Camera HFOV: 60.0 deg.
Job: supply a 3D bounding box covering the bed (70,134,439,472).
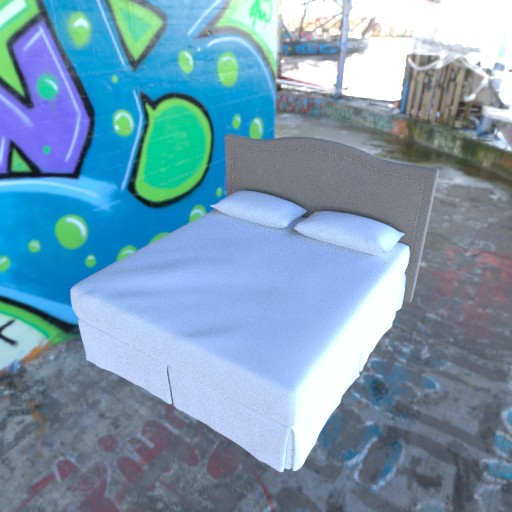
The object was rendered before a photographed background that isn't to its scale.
[{"bbox_3d":[0.000,0.000,3.528,2.083,1.421,2.182,18,34,29],"label":"bed"}]
